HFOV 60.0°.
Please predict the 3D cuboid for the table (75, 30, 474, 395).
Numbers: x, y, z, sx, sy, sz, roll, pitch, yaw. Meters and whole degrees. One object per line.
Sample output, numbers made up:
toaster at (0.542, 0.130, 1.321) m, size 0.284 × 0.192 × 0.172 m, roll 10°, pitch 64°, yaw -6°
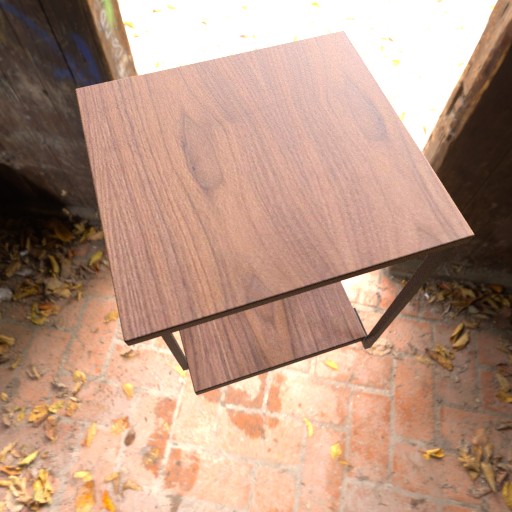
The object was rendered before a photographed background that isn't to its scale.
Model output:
table at (0.000, 0.000, 0.821) m, size 0.411 × 0.567 × 0.384 m, roll -16°, pitch 64°, yaw -8°
